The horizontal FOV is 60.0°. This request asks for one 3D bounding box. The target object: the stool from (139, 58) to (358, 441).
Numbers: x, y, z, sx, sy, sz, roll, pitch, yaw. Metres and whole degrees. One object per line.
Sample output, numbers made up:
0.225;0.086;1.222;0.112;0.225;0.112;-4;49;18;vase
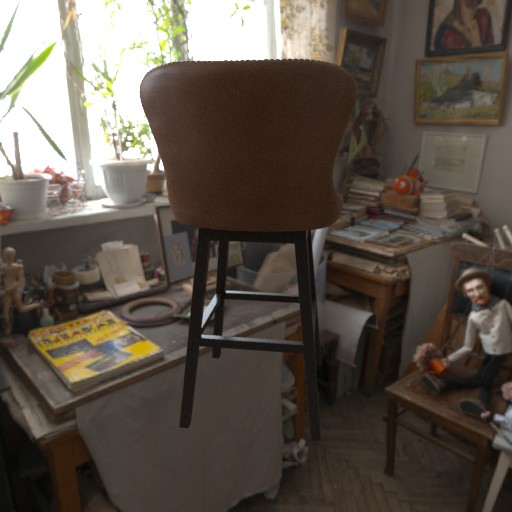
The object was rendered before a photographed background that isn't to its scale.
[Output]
0.000;0.000;1.364;0.528;1.050;0.601;2;17;8;stool
